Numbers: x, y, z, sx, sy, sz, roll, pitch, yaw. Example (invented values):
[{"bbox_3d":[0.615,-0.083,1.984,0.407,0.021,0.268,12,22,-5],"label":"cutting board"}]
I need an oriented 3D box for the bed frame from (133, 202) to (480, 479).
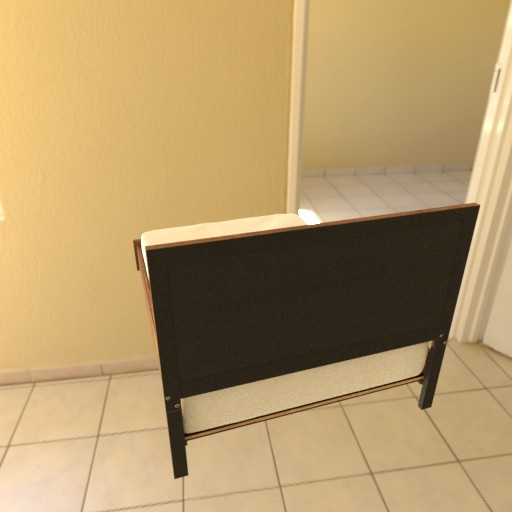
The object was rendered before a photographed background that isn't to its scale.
[{"bbox_3d":[0.000,0.000,3.333,1.696,1.417,2.276,-8,28,-16],"label":"bed frame"}]
